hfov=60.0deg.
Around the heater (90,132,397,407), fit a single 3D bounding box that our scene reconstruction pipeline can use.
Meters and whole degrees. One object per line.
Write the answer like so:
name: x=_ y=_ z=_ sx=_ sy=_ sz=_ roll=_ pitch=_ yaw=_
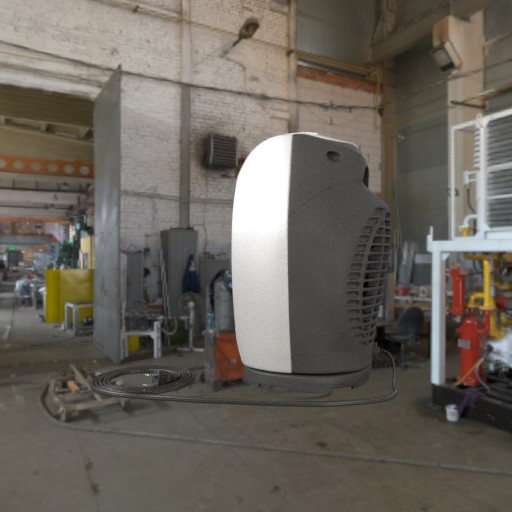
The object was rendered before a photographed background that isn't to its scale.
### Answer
heater: x=0.000 y=0.000 z=0.480 sx=0.291 sy=0.255 sz=0.239 roll=0 pitch=0 yaw=17
